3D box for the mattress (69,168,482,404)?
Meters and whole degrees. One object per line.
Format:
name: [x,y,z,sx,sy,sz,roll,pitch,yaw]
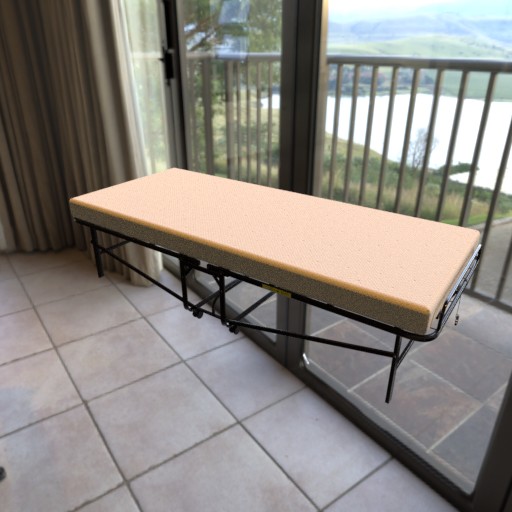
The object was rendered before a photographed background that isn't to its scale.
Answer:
mattress: [0.000,0.000,2.499,2.153,0.519,0.922,17,31,31]
